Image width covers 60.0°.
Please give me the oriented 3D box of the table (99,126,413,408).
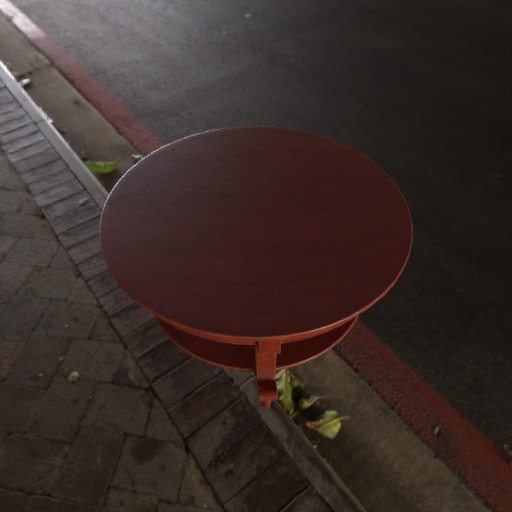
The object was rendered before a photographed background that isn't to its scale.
[{"bbox_3d":[0.000,0.000,1.664,1.029,0.486,1.029,0,47,0],"label":"table"}]
